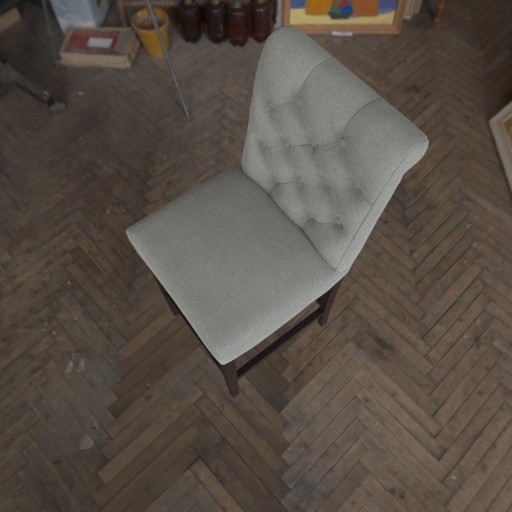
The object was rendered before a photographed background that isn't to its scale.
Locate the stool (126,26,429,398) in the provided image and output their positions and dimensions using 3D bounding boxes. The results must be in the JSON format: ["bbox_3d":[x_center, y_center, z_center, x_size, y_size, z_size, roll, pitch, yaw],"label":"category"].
[{"bbox_3d":[0.000,0.000,1.413,0.601,1.140,0.493,-35,69,-16],"label":"stool"}]
